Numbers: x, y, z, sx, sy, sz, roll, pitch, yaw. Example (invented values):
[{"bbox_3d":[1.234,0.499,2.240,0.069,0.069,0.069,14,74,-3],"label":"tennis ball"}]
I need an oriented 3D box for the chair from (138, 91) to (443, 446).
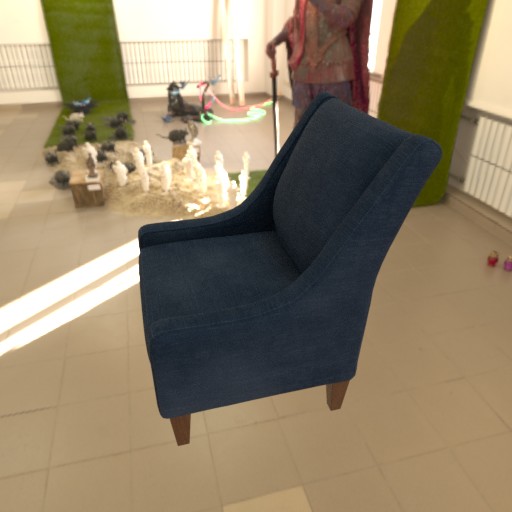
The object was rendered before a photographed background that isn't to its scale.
[{"bbox_3d":[0.000,0.000,1.653,0.870,1.014,0.774,-8,31,-13],"label":"chair"}]
